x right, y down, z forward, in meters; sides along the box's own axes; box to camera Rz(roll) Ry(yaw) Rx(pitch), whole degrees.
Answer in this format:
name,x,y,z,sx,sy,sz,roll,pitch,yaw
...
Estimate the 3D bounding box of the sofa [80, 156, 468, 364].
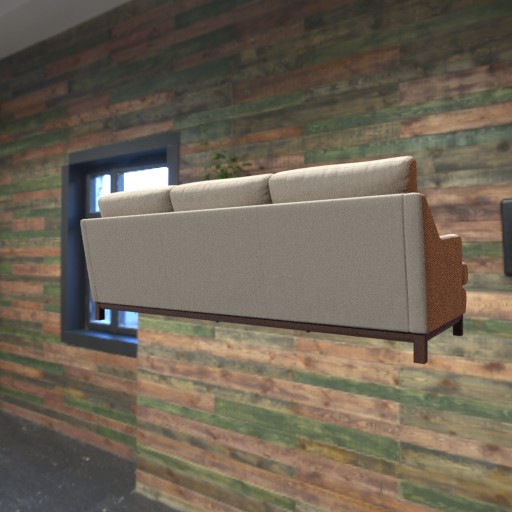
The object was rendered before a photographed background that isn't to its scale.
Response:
name,x,y,z,sx,sy,sz,roll,pitch,yaw
sofa,0.000,0.000,2.820,2.321,0.913,1.000,0,0,35
